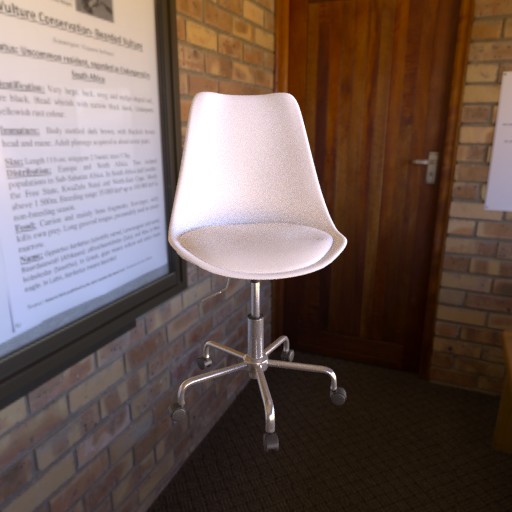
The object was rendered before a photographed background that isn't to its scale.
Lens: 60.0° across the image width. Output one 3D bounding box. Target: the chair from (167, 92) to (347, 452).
[{"bbox_3d":[0.000,0.000,1.289,0.550,0.930,0.550,-2,16,-8],"label":"chair"}]
